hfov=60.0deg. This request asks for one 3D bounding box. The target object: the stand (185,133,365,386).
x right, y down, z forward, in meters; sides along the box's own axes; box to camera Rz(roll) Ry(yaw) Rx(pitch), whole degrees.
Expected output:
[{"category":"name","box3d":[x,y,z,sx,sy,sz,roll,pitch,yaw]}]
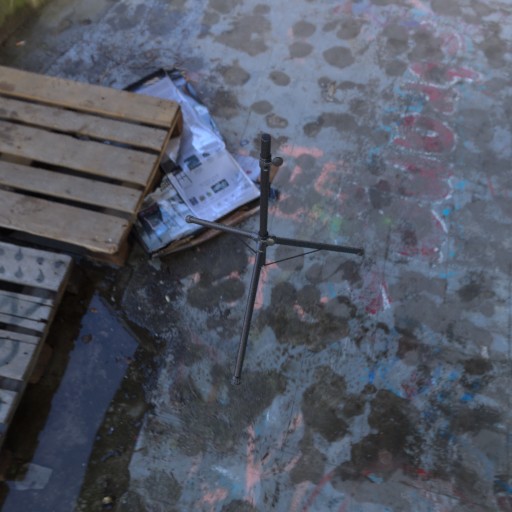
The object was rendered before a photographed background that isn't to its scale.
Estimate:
[{"category":"stand","box3d":[0.000,0.000,1.881,1.045,1.136,0.907,13,64,6]}]
